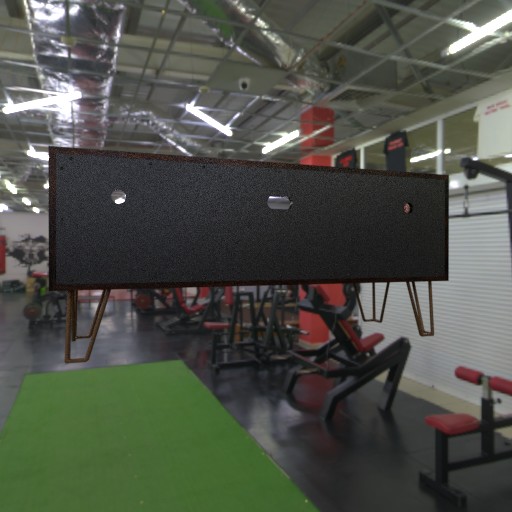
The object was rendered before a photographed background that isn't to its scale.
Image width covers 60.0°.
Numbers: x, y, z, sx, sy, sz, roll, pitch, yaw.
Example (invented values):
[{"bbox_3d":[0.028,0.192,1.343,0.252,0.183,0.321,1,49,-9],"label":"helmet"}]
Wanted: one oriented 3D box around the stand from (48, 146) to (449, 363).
[{"bbox_3d":[0.000,0.000,1.668,1.372,0.610,0.481,0,0,-19],"label":"stand"}]
